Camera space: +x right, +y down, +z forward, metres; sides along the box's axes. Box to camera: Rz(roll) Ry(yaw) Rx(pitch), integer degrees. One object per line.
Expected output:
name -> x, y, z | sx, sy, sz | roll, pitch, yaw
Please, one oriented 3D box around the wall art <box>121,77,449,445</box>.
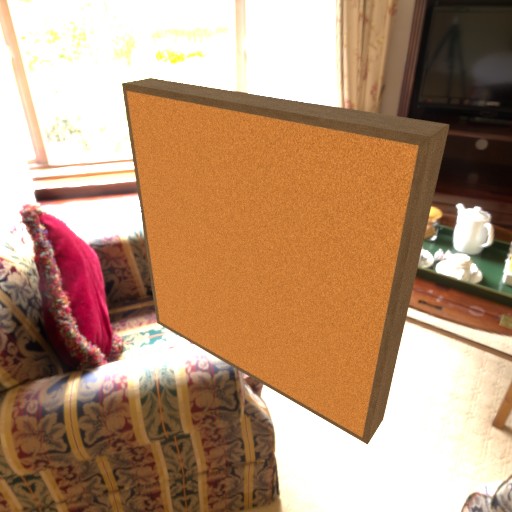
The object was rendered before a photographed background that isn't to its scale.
wall art -> 0.000, 0.000, 0.445 | 0.303, 0.302, 0.038 | 22, 37, 31
